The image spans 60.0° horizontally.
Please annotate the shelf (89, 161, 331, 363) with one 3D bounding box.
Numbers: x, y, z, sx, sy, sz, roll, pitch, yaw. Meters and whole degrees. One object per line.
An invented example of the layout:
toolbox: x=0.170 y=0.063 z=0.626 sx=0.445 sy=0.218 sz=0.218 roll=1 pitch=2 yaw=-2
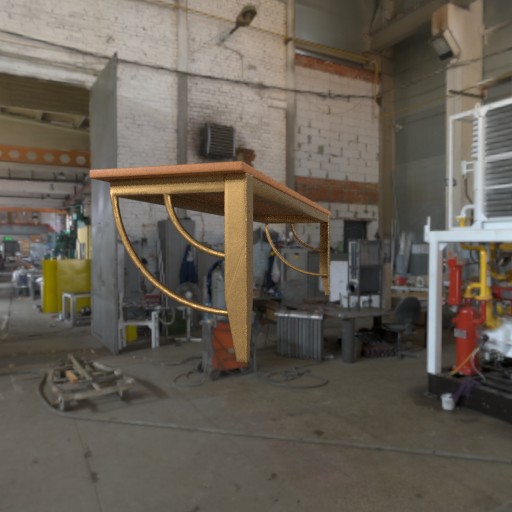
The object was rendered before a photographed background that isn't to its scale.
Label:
shelf: x=0.000 y=0.000 z=0.738 sx=0.166 sy=0.190 sz=0.636 roll=0 pitch=1 yaw=17
